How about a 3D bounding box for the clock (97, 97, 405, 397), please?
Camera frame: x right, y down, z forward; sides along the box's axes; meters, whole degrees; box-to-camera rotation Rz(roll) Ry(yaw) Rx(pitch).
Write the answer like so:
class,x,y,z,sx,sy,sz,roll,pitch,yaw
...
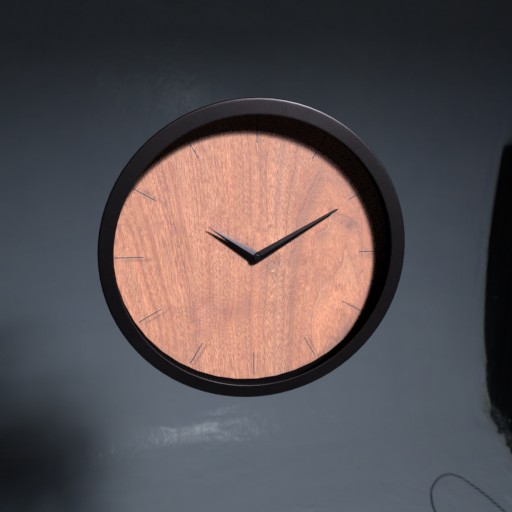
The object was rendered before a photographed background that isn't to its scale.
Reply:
class,x,y,z,sx,sy,sz,roll,pitch,yaw
clock,0.000,0.000,0.467,0.314,0.314,0.040,-2,16,-8
